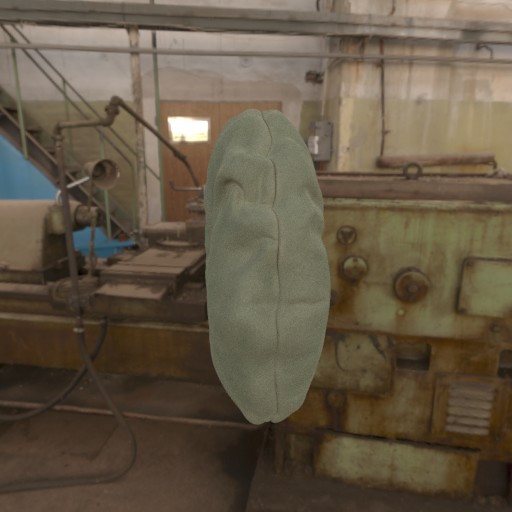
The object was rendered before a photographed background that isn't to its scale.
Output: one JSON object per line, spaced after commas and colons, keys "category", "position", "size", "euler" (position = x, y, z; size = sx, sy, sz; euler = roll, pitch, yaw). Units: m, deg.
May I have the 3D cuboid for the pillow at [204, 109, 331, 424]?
{"category": "pillow", "position": [0.000, 0.000, 0.646], "size": [0.148, 0.407, 0.428], "euler": [-2, 15, -7]}
